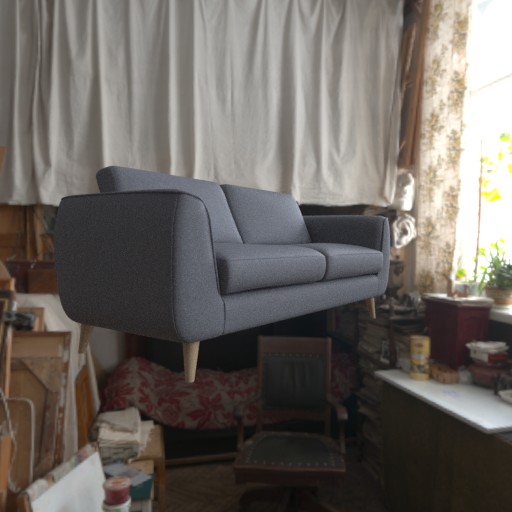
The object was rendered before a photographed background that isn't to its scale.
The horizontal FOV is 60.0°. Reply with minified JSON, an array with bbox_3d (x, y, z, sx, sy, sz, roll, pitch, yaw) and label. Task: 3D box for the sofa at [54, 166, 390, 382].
[{"bbox_3d":[0.000,0.000,2.551,0.920,0.870,2.000,1,2,37],"label":"sofa"}]
